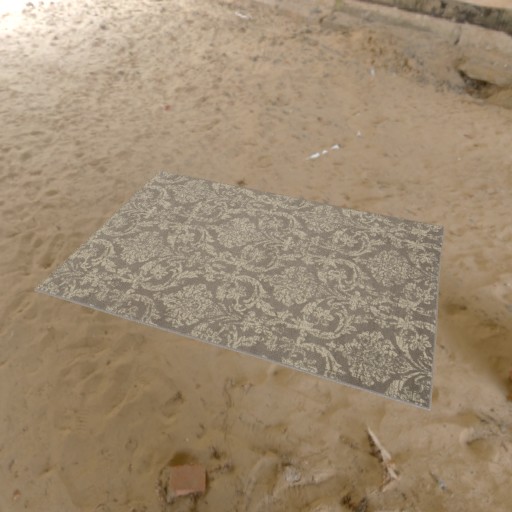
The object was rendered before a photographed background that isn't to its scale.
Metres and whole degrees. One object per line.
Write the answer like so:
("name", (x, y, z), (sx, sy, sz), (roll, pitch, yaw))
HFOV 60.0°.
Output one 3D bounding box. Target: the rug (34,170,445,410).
("rug", (0.000, 0.000, 3.479), (2.746, 0.018, 1.819), (14, 42, 15))
